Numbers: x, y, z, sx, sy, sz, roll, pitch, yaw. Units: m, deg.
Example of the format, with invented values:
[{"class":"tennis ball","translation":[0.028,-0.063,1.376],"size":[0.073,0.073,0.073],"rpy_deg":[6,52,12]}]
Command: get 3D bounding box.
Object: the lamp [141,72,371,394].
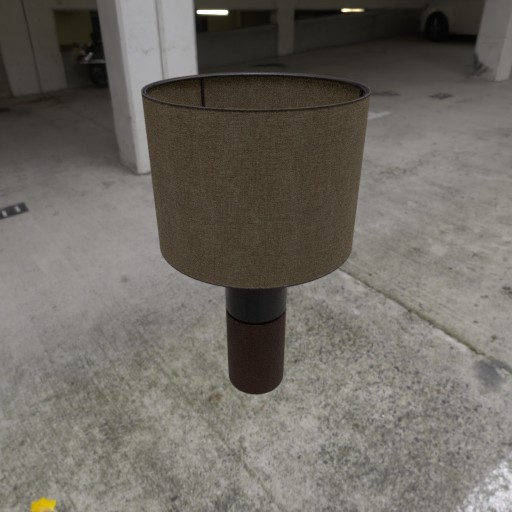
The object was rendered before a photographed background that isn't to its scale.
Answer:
[{"class":"lamp","translation":[0.000,0.000,0.484],"size":[0.202,0.350,0.202],"rpy_deg":[0,29,0]}]
